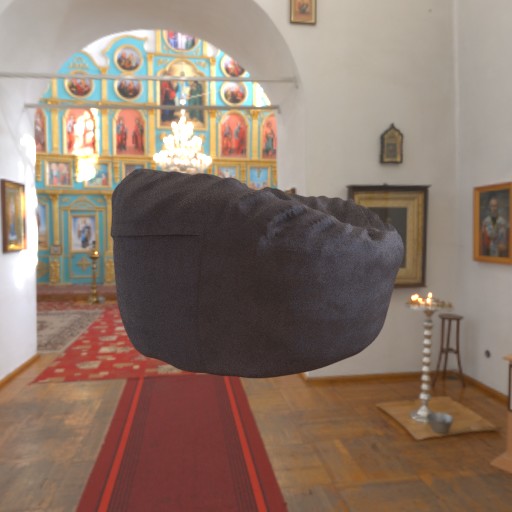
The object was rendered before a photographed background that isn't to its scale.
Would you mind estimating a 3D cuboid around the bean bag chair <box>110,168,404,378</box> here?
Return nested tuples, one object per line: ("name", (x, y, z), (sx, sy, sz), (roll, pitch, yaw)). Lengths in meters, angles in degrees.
("bean bag chair", (0.000, 0.000, 2.017), (1.245, 0.821, 1.245), (0, 1, 0))
